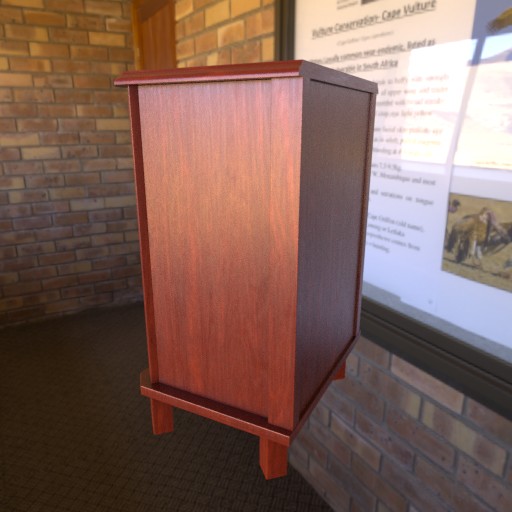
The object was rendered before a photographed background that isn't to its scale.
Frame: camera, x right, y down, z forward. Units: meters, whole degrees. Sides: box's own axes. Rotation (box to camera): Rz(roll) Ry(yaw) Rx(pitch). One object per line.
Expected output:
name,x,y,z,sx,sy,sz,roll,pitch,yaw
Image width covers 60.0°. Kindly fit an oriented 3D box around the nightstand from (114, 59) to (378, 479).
nightstand,0.000,0.000,0.914,0.351,0.681,0.435,9,19,26
